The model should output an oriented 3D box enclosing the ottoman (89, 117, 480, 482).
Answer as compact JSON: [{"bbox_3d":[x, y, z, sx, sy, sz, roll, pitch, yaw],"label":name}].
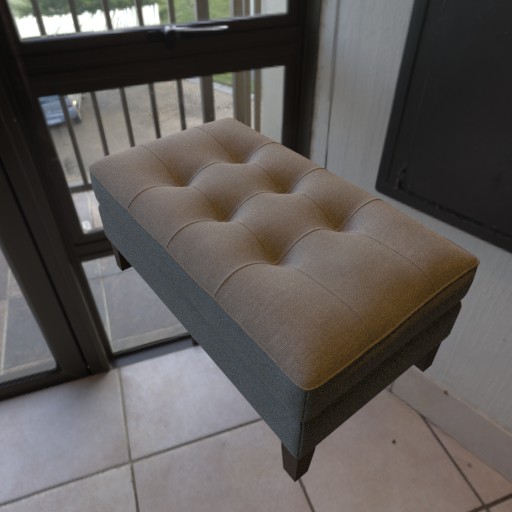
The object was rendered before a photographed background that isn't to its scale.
[{"bbox_3d":[0.000,0.000,1.464,0.648,0.514,1.143,-27,47,-28],"label":"ottoman"}]
